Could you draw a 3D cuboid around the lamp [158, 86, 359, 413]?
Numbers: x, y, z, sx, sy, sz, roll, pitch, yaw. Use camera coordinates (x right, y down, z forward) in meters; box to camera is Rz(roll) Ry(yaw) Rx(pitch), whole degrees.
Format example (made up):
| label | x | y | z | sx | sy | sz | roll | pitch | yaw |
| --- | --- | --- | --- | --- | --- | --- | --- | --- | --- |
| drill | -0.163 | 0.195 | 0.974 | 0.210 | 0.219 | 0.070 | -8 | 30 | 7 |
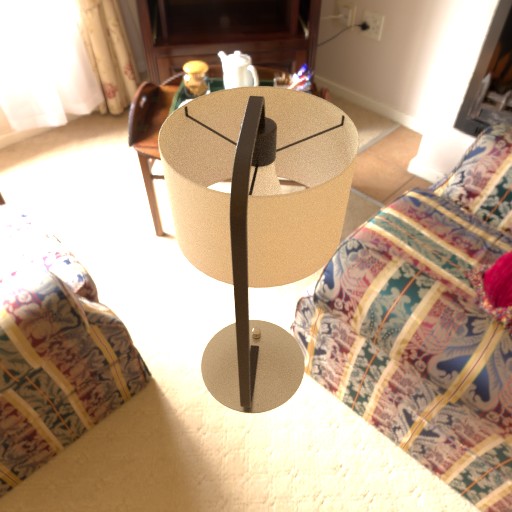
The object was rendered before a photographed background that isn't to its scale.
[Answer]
| label | x | y | z | sx | sy | sz | roll | pitch | yaw |
| --- | --- | --- | --- | --- | --- | --- | --- | --- | --- |
| lamp | 0.000 | 0.000 | 0.622 | 0.230 | 0.473 | 0.288 | 5 | 47 | 4 |
